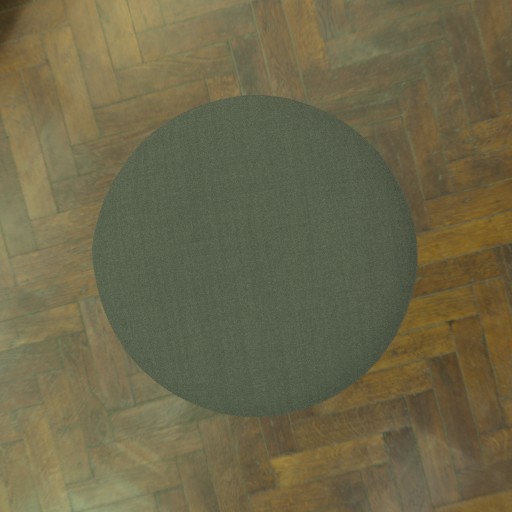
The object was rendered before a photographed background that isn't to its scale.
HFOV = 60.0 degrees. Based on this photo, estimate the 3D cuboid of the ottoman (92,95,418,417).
[{"bbox_3d":[0.000,0.000,1.208,0.772,0.460,0.772,0,92,2],"label":"ottoman"}]
